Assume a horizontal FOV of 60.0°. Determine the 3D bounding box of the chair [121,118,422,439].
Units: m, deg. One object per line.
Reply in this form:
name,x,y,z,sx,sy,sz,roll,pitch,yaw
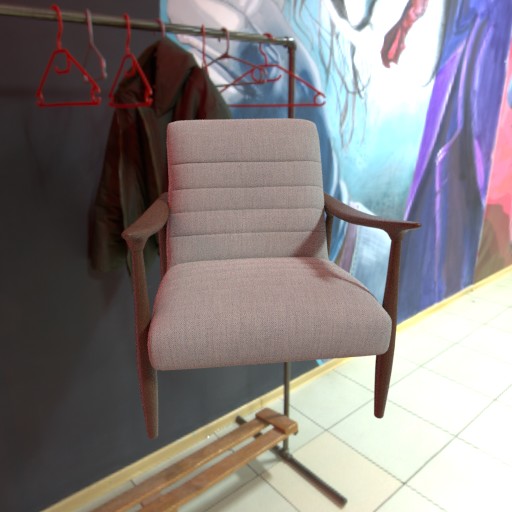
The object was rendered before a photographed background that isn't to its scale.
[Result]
chair,0.000,0.000,1.423,0.741,0.832,0.798,-2,18,-7
